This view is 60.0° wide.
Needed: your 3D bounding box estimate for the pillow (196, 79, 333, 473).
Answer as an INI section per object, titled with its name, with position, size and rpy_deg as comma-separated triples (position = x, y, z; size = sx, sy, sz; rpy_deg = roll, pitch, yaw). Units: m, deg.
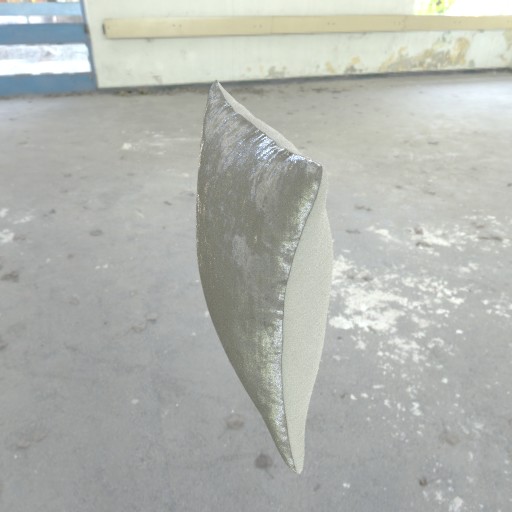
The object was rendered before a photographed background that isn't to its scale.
[pillow]
position = 0.000, 0.000, 0.712
size = 0.175, 0.464, 0.470
rpy_deg = -8, 32, -13
